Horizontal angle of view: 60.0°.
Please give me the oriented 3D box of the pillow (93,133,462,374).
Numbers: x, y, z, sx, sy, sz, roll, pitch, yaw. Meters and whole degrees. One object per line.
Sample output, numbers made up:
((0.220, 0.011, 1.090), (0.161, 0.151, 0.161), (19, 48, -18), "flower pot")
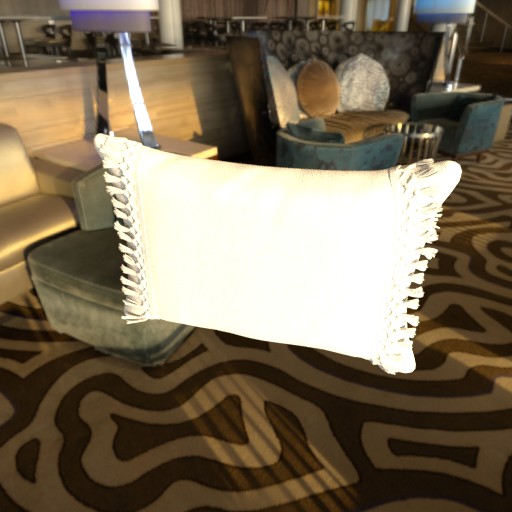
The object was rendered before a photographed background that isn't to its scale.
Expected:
((0.000, 0.000, 0.608), (0.466, 0.305, 0.084), (9, 29, 16), "pillow")
